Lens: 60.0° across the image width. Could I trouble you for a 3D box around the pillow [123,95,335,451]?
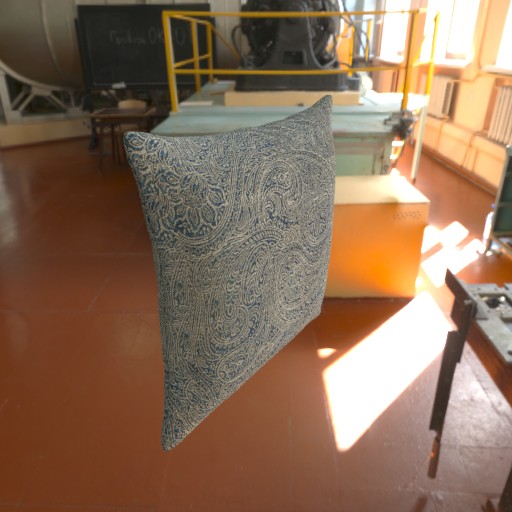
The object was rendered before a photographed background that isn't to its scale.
[{"bbox_3d":[0.000,0.000,0.802,0.166,0.510,0.523,17,31,32],"label":"pillow"}]
